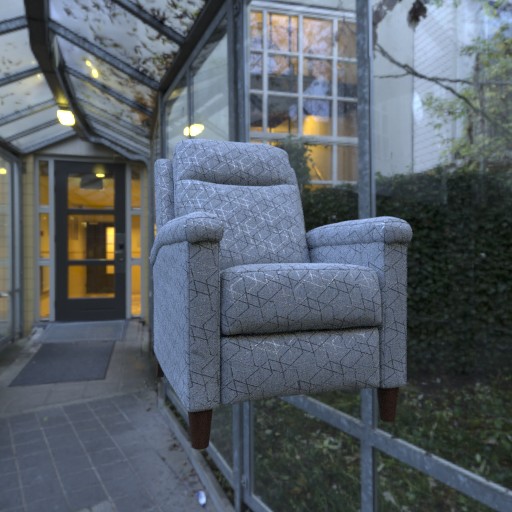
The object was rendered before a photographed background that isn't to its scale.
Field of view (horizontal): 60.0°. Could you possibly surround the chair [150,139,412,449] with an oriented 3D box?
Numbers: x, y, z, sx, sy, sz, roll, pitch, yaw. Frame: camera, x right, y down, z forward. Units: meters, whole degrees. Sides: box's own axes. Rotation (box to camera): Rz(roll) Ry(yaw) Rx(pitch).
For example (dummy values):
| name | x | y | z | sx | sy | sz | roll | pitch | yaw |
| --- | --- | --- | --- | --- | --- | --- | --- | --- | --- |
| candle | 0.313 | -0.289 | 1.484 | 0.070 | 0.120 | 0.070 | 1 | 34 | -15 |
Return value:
| name | x | y | z | sx | sy | sz | roll | pitch | yaw |
| --- | --- | --- | --- | --- | --- | --- | --- | --- | --- |
| chair | 0.000 | 0.000 | 1.729 | 0.753 | 1.048 | 0.987 | 0 | 1 | -18 |
